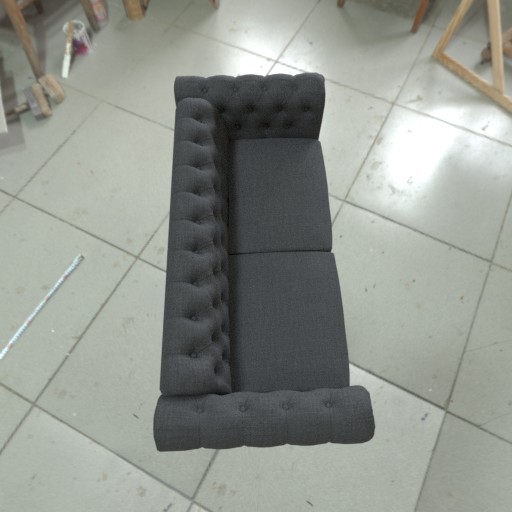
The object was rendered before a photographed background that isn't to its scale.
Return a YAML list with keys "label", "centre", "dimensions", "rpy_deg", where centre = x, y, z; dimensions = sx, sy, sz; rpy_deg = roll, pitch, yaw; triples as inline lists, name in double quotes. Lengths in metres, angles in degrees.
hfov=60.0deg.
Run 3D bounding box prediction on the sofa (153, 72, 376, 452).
- label: "sofa"
  centre: [0.000, 0.000, 2.225]
  dimensions: [0.783, 0.797, 1.798]
  rpy_deg: [-2, 64, -1]
